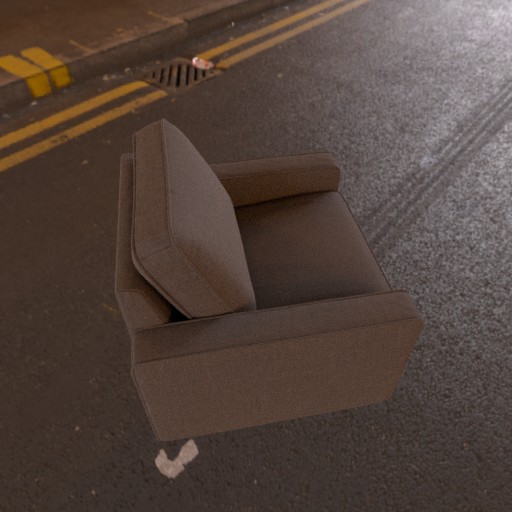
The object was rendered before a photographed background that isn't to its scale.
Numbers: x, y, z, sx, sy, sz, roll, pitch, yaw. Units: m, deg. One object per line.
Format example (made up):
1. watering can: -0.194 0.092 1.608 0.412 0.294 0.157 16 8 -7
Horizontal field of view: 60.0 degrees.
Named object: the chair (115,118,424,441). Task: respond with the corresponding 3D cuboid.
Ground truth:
1. chair: 0.000 0.000 1.755 0.940 0.919 1.017 -8 46 -7
